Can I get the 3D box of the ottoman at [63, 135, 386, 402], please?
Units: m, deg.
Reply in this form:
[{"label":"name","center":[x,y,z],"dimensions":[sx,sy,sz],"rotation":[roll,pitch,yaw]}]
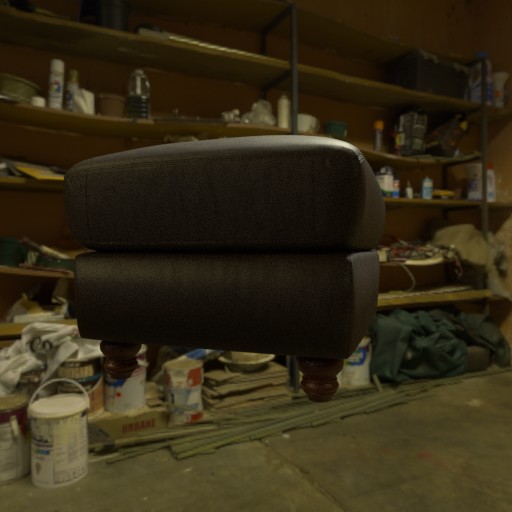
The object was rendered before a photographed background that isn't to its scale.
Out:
[{"label":"ottoman","center":[0.000,0.000,1.249],"dimensions":[0.670,0.569,0.806],"rotation":[0,1,19]}]
